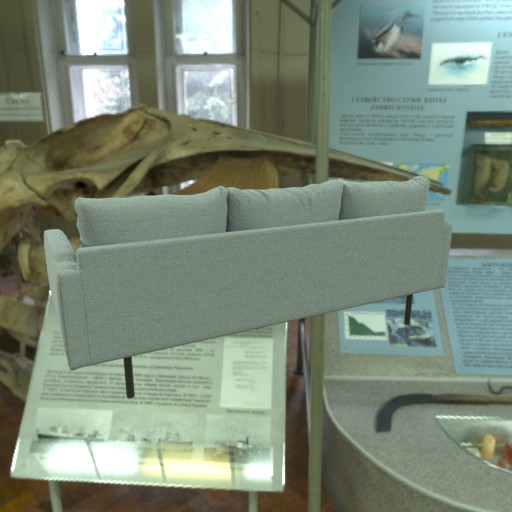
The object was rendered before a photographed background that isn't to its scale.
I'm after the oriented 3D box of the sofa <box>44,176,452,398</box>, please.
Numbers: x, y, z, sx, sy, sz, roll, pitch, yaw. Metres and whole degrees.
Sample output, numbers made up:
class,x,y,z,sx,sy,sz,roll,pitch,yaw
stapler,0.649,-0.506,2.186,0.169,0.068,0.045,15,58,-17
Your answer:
class,x,y,z,sx,sy,sz,roll,pitch,yaw
sofa,0.000,0.000,2.368,2.000,0.830,0.850,-8,17,-27
